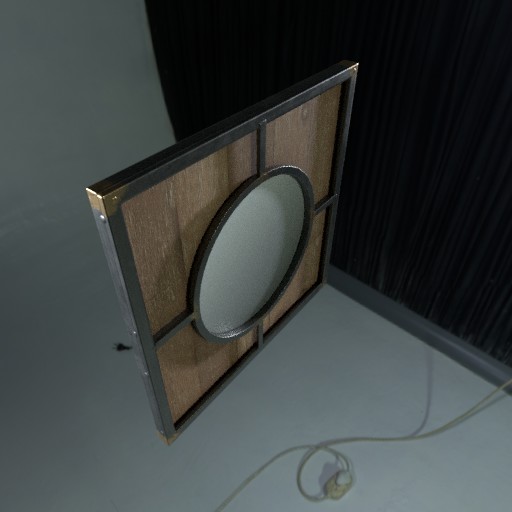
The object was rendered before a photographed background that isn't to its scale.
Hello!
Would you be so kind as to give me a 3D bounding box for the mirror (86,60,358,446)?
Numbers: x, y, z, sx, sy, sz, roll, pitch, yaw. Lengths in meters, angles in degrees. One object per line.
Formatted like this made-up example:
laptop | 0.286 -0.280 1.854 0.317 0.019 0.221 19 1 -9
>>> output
mirror | 0.000 0.000 0.562 0.020 0.381 0.382 28 48 28
